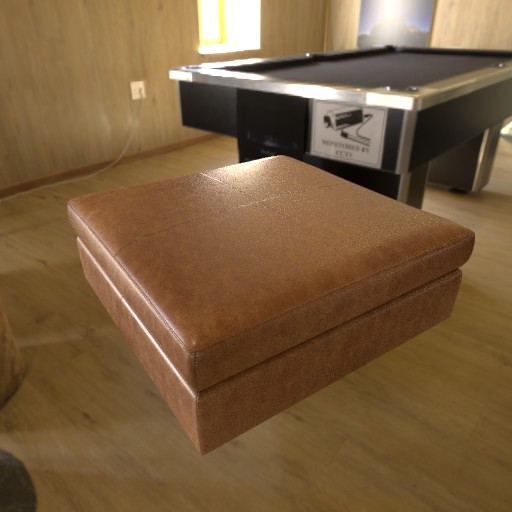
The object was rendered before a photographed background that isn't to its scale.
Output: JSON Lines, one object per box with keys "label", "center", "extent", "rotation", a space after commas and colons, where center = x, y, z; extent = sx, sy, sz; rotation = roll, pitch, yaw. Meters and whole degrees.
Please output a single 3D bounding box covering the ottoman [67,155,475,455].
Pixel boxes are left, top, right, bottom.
{"label": "ottoman", "center": [0.000, 0.000, 1.823], "extent": [1.169, 0.483, 1.168], "rotation": [-18, 34, -29]}
